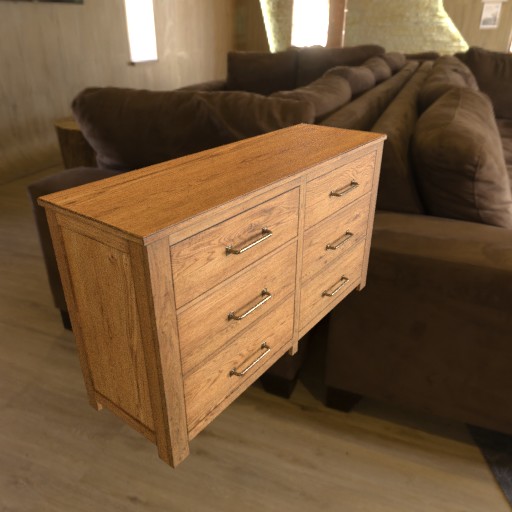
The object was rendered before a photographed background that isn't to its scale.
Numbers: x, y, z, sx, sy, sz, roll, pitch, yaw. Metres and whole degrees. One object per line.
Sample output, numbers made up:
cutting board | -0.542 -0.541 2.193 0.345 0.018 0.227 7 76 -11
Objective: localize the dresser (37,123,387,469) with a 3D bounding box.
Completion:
dresser | 0.000 0.000 2.109 0.563 0.932 1.657 19 32 32
